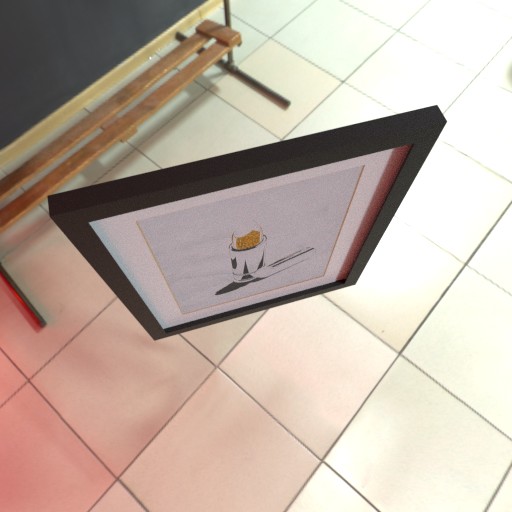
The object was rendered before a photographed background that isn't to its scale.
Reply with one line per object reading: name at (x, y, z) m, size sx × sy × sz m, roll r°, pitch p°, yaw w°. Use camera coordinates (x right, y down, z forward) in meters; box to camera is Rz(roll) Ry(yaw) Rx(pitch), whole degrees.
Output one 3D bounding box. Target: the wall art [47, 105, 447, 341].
wall art at (0.000, 0.000, 0.531) m, size 0.330 × 0.381 × 0.019 m, roll -15°, pitch 66°, yaw -7°
